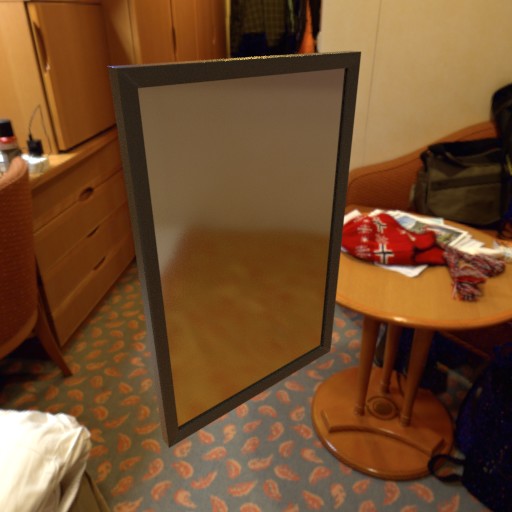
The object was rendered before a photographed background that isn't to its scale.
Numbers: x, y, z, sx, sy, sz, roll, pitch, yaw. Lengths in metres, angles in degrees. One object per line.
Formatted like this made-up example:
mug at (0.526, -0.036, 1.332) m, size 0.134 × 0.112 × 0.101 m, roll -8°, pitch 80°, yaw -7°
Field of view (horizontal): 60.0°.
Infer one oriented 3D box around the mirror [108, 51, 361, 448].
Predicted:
mirror at (0.000, 0.000, 1.116) m, size 0.609 × 0.915 × 0.040 m, roll -21°, pitch 35°, yaw -33°
